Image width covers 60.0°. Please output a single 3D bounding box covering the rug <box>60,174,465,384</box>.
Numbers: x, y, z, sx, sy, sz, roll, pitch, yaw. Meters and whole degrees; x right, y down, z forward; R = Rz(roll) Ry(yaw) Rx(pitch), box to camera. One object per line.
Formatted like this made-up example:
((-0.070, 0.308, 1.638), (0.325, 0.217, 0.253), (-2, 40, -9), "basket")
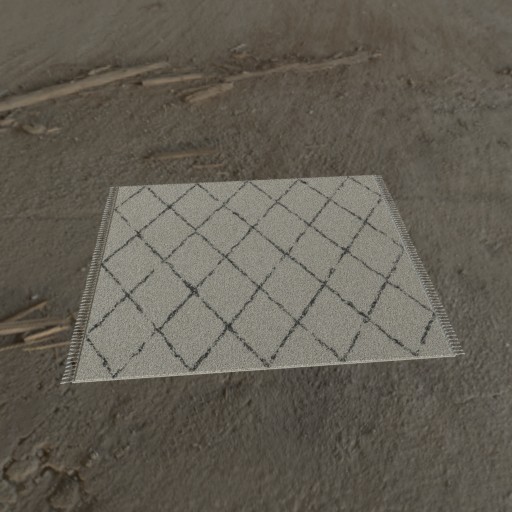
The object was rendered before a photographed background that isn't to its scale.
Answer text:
((0.000, 0.000, 4.147), (3.051, 0.013, 2.380), (-3, 46, -3), "rug")
